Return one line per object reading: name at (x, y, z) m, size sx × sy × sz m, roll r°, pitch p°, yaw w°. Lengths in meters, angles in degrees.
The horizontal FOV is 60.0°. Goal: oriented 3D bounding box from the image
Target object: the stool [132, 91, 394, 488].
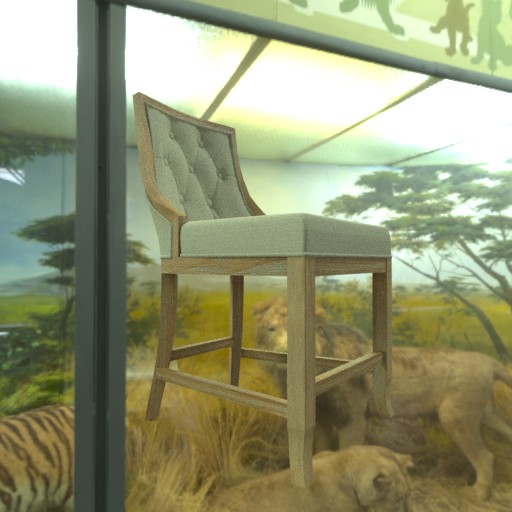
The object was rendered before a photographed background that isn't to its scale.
stool at (0.000, 0.000, 1.280) m, size 0.626 × 0.938 × 0.524 m, roll -1°, pitch -1°, yaw 36°
